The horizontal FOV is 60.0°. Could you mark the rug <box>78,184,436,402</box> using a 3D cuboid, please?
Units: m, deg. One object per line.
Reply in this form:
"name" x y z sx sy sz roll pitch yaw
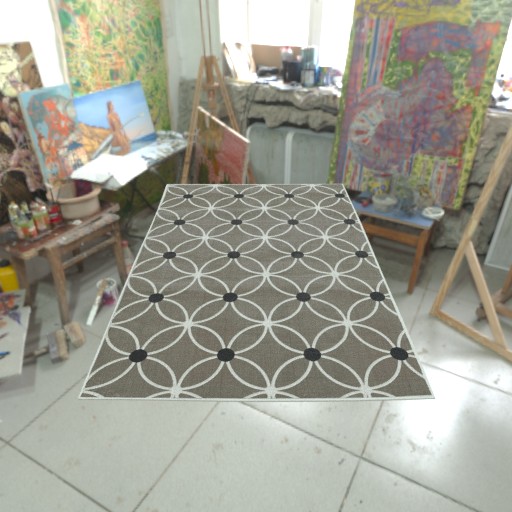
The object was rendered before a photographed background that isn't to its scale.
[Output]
"rug" 0.000 0.000 2.827 1.522 0.008 2.284 0 32 0
